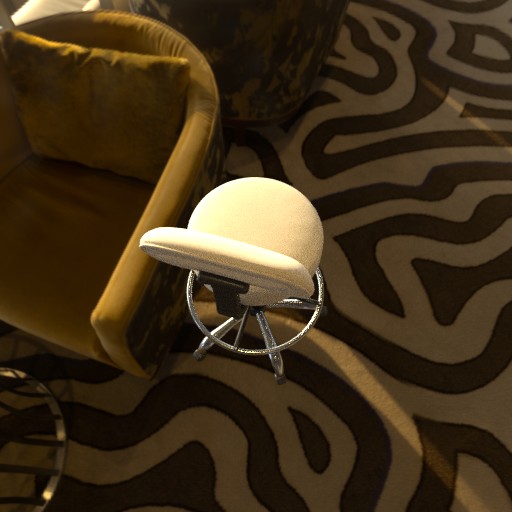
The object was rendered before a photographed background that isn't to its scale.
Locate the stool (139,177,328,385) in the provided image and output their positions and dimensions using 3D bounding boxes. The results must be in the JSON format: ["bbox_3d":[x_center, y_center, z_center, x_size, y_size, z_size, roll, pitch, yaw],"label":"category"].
[{"bbox_3d":[0.000,0.000,1.489,0.609,1.080,0.616,14,63,8],"label":"stool"}]
